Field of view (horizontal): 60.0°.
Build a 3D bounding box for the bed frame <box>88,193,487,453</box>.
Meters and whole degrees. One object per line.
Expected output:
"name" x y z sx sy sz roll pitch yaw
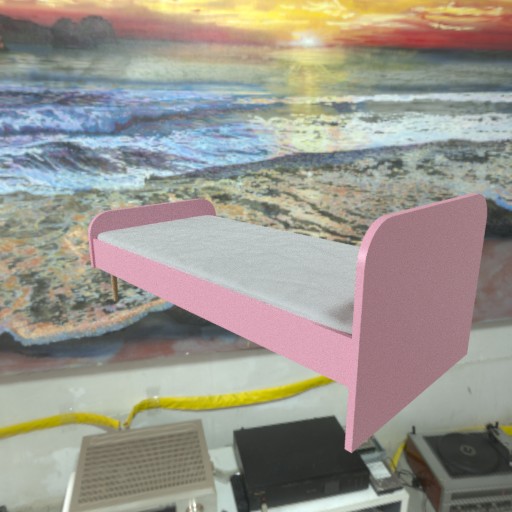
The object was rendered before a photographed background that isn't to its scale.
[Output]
"bed frame" 0.000 0.000 2.419 0.998 0.805 1.963 -15 22 -42
